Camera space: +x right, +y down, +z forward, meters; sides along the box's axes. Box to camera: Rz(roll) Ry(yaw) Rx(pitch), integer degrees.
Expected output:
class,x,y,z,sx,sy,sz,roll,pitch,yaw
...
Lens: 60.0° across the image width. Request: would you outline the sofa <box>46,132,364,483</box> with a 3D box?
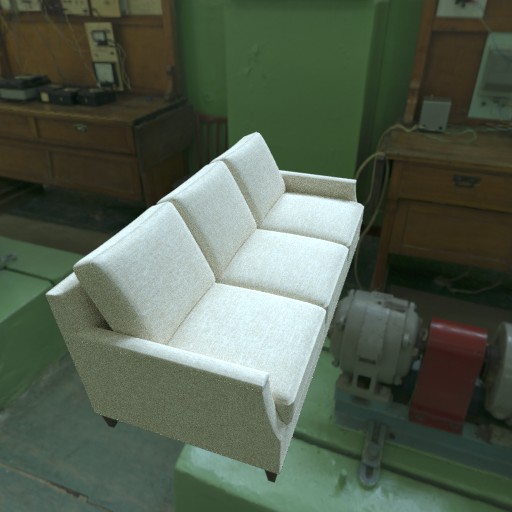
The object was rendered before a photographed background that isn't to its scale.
class,x,y,z,sx,sy,sz,roll,pitch,yaw
sofa,0.000,0.000,2.722,1.041,0.940,2.210,11,33,17
